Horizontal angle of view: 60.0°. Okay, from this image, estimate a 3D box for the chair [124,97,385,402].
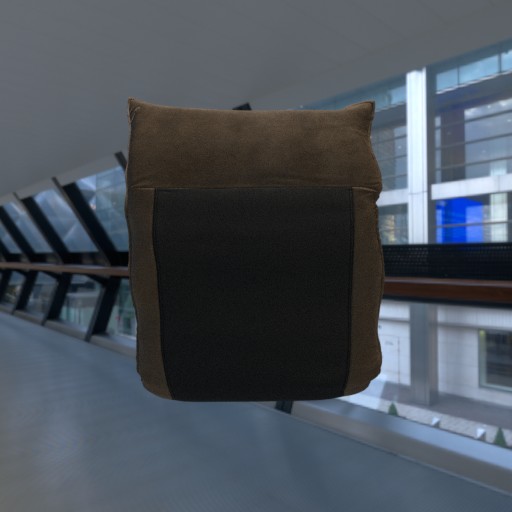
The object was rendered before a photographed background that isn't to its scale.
[{"bbox_3d":[0.000,0.000,1.575,0.714,0.892,0.985,0,-2,2],"label":"chair"}]
